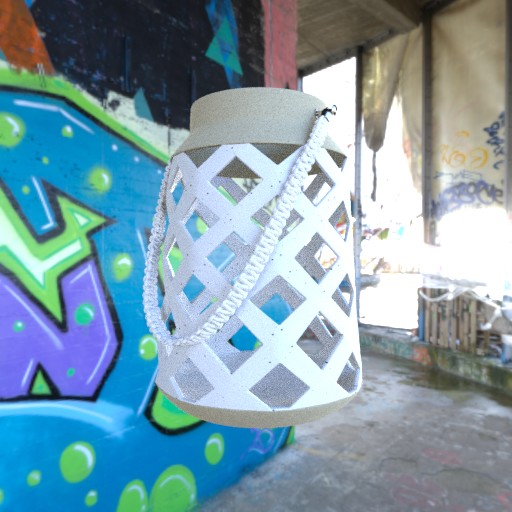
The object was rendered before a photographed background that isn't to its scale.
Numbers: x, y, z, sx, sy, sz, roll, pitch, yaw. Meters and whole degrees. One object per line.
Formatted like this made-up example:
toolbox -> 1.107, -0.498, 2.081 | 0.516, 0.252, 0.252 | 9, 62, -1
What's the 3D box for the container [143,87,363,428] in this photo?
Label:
container -> 0.000, 0.000, 0.404 | 0.188, 0.264, 0.198 | 0, 1, 36
